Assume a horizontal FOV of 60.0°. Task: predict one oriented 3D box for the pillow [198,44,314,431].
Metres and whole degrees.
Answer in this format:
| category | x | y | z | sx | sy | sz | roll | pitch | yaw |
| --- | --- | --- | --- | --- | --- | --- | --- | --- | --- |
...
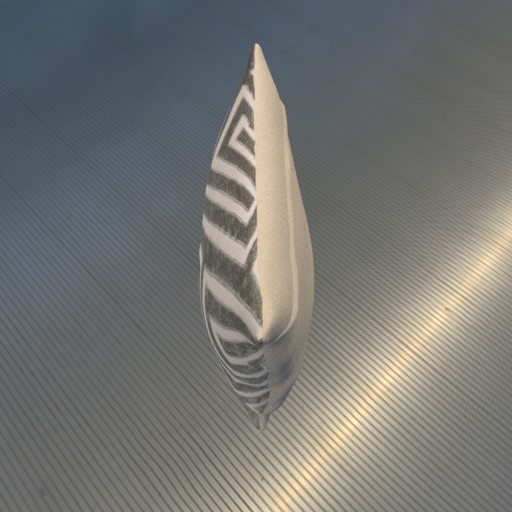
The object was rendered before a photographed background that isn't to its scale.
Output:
| category | x | y | z | sx | sy | sz | roll | pitch | yaw |
| --- | --- | --- | --- | --- | --- | --- | --- | --- | --- |
| pillow | 0.000 | 0.000 | 0.684 | 0.182 | 0.441 | 0.440 | 0 | 59 | 0 |
